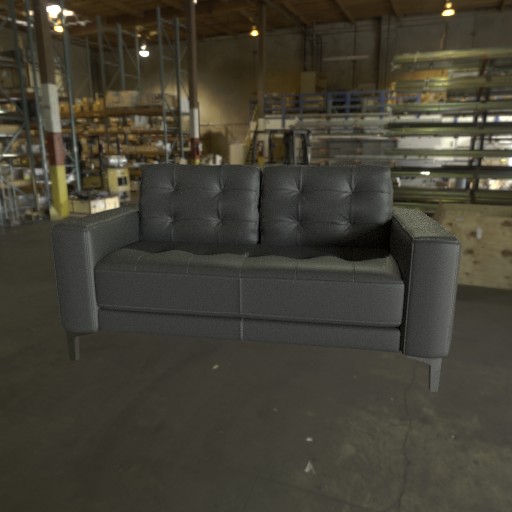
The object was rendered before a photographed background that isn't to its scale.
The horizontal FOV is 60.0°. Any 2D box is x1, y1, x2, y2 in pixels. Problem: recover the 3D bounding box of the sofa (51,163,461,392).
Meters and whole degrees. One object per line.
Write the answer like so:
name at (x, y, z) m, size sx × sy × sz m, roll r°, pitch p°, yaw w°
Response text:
sofa at (0.000, 0.000, 2.213) m, size 1.726 × 0.893 × 0.833 m, roll 2°, pitch 14°, yaw 9°
